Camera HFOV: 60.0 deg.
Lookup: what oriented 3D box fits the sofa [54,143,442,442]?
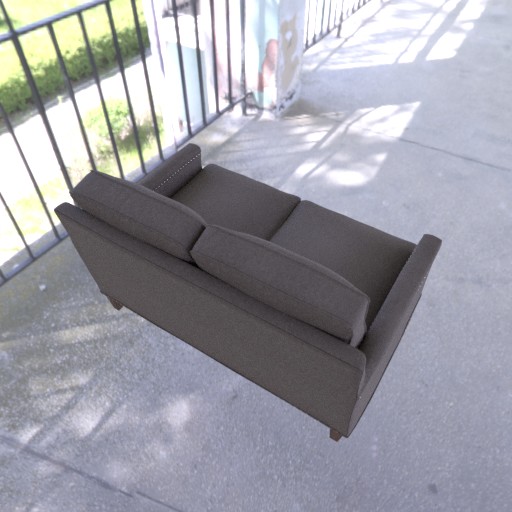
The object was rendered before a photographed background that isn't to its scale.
[{"bbox_3d":[0.000,0.000,2.279,1.597,1.003,1.084,25,52,22],"label":"sofa"}]
